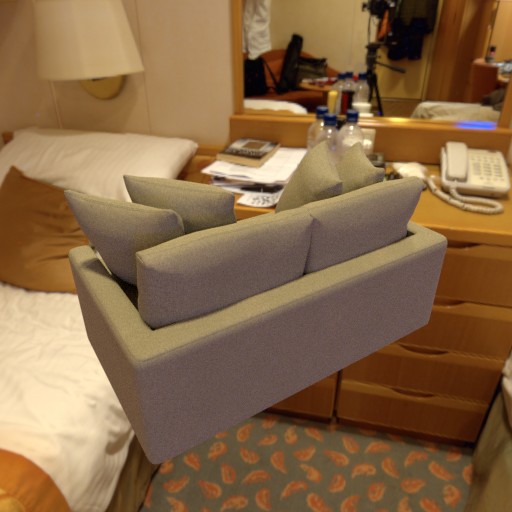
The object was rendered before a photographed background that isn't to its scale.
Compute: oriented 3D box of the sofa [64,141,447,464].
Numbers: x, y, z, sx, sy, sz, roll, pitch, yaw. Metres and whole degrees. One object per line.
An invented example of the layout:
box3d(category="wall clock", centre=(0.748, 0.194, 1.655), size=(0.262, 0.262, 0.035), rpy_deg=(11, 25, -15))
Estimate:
box3d(category="sofa", centre=(0.000, 0.000, 2.573), size=(1.869, 1.080, 1.228), rpy_deg=(-18, 34, -29))
